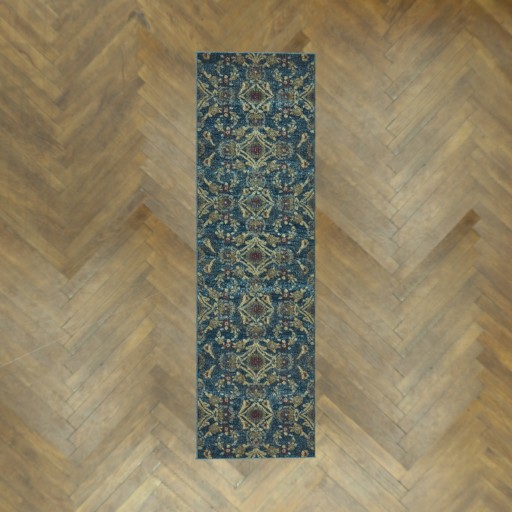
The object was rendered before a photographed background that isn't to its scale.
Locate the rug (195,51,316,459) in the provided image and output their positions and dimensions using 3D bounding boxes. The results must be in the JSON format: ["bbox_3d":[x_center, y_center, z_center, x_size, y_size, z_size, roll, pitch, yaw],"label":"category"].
[{"bbox_3d":[0.000,0.000,2.500,0.685,0.014,2.292,0,90,-2],"label":"rug"}]
